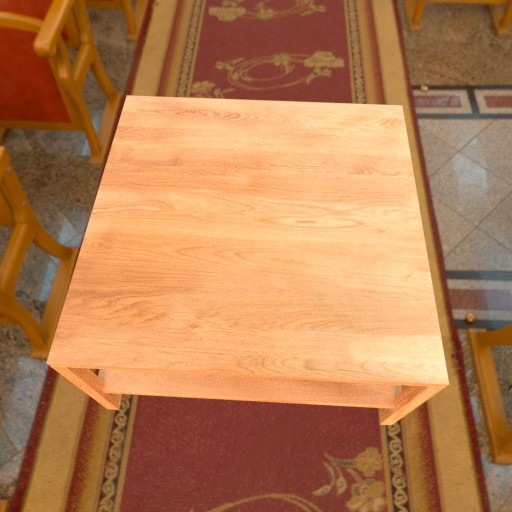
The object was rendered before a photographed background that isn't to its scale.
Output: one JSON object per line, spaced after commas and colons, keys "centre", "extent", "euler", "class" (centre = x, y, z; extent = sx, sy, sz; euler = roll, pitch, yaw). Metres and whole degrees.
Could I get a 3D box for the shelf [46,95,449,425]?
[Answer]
{"centre": [0.000, 0.000, 1.422], "extent": [0.899, 0.480, 0.899], "euler": [3, 59, 2], "class": "shelf"}
